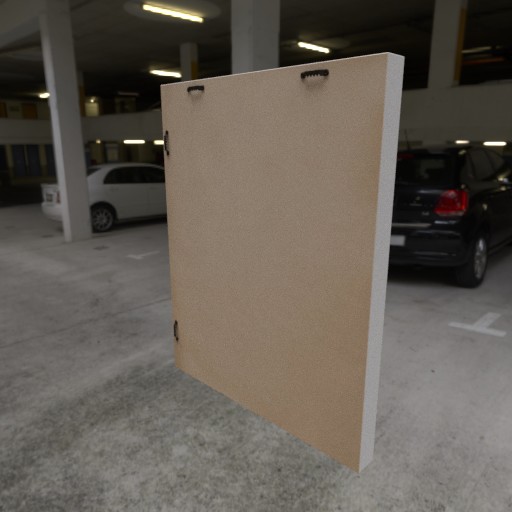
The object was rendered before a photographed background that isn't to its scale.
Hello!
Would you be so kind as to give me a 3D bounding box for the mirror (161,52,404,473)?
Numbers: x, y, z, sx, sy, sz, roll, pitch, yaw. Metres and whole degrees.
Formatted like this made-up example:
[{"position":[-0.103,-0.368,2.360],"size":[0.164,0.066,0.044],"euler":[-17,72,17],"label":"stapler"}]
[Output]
[{"position":[0.000,0.000,0.662],"size":[0.405,0.508,0.041],"euler":[14,20,42],"label":"mirror"}]
